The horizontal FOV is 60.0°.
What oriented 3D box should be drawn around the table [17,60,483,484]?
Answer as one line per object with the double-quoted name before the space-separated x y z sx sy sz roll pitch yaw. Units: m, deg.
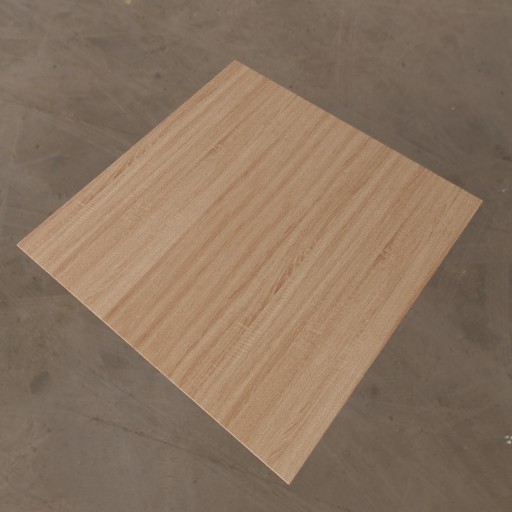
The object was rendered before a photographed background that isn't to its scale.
"table" 0.000 0.000 1.030 0.670 0.305 0.670 36 69 16
